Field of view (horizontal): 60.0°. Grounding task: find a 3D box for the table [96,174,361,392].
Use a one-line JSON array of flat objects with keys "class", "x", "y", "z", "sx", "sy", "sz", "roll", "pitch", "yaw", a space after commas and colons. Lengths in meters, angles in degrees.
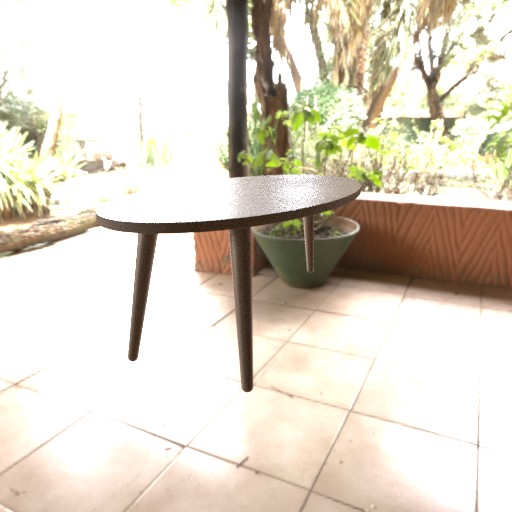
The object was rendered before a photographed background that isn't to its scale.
[{"class": "table", "x": 0.000, "y": 0.000, "z": 1.301, "sx": 0.542, "sy": 0.390, "sz": 1.083, "roll": 7, "pitch": 17, "yaw": 25}]
